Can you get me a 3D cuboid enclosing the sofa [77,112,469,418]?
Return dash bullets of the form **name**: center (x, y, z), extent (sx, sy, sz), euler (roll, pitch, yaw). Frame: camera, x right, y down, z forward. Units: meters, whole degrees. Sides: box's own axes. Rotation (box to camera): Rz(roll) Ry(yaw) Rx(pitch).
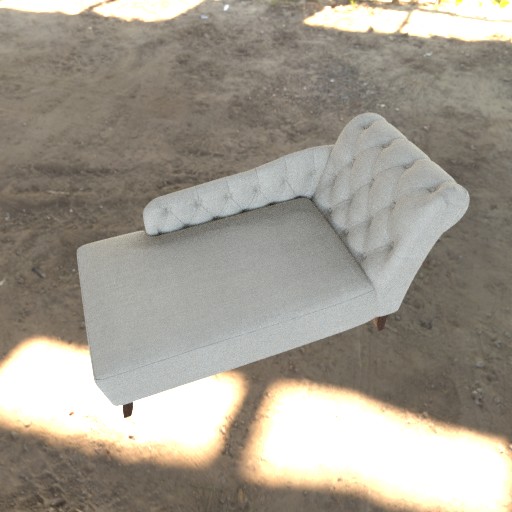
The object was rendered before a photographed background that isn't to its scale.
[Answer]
- **sofa**: center (0.000, 0.000, 1.806), extent (1.379, 0.787, 0.675), euler (-15, 48, -14)
